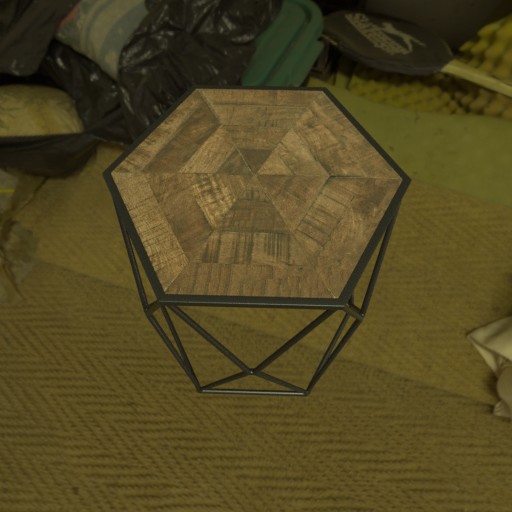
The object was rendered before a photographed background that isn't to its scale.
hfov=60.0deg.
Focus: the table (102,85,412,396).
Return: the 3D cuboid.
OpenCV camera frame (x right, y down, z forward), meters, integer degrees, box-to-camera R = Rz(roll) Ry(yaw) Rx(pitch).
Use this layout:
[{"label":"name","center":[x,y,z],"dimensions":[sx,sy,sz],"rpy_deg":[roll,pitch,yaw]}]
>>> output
[{"label":"table","center":[0.000,0.000,1.065],"dimensions":[0.578,0.564,0.579],"rpy_deg":[1,58,1]}]
